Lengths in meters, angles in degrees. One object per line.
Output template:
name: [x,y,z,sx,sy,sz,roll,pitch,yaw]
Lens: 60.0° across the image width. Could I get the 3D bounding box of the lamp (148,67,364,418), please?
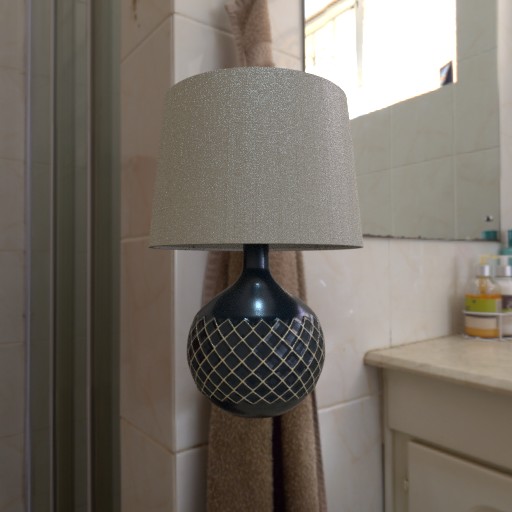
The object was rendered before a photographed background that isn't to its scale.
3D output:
lamp: [0.000,0.000,0.796,0.376,0.540,0.376,0,-1,0]
